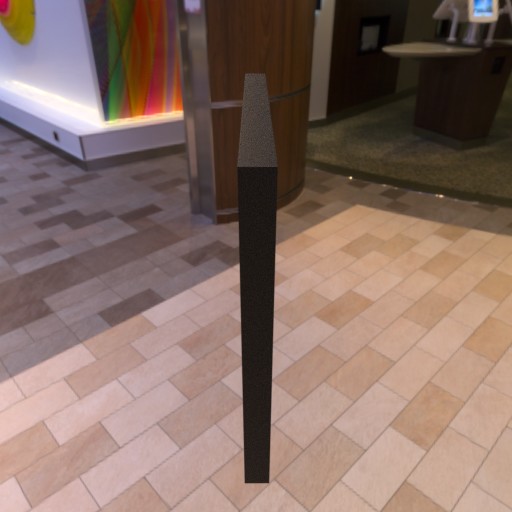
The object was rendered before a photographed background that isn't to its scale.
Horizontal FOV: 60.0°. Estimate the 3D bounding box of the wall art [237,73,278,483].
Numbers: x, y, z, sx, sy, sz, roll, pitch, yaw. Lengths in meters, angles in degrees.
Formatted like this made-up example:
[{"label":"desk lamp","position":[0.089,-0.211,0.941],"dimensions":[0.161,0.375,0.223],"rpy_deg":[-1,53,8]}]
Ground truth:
[{"label":"wall art","position":[0.000,0.000,0.764],"dimensions":[0.038,0.508,0.508],"rpy_deg":[0,31,0]}]
